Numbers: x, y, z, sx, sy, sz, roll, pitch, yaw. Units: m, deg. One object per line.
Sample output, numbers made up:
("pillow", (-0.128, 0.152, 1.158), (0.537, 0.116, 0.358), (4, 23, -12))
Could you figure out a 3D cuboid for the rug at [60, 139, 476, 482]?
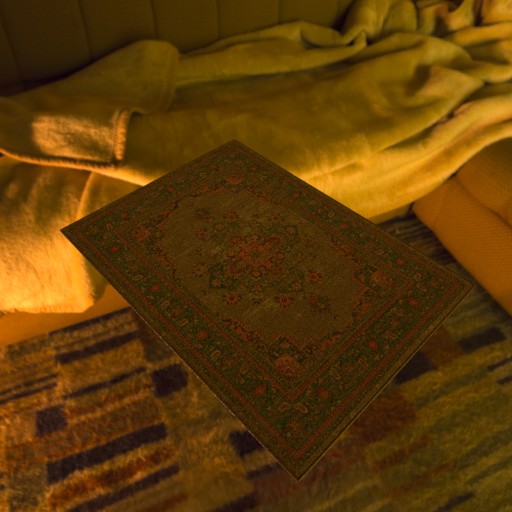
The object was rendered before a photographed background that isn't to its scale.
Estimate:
("rug", (0.000, 0.000, 2.868), (1.609, 0.013, 2.214), (-35, 57, -28))
